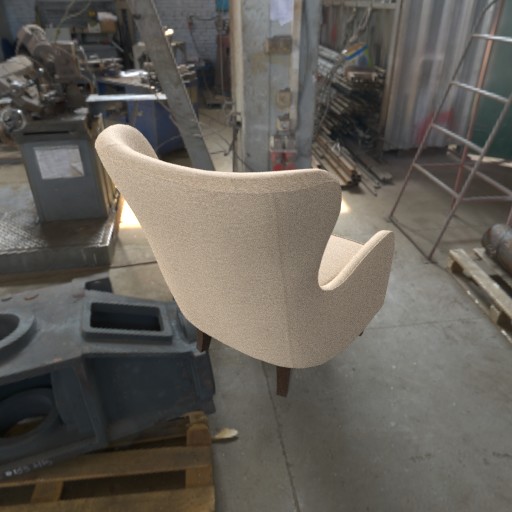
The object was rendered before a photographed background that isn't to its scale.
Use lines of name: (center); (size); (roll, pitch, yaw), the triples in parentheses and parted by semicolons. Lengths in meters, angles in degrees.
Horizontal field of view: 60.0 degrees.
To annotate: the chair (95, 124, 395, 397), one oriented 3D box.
chair: (0.000, 0.000, 1.799); (0.861, 1.064, 0.984); (20, 36, 31)
